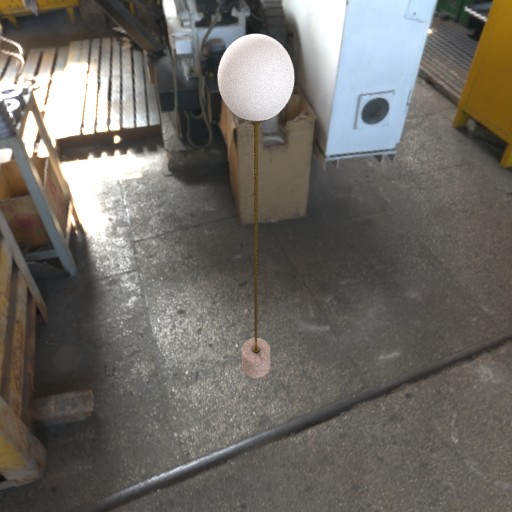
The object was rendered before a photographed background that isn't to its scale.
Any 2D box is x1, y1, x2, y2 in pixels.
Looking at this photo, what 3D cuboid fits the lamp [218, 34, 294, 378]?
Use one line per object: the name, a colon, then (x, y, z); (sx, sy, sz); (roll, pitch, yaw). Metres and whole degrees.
lamp: (0.000, 0.000, 1.862); (0.229, 1.748, 0.229); (26, 51, 23)
